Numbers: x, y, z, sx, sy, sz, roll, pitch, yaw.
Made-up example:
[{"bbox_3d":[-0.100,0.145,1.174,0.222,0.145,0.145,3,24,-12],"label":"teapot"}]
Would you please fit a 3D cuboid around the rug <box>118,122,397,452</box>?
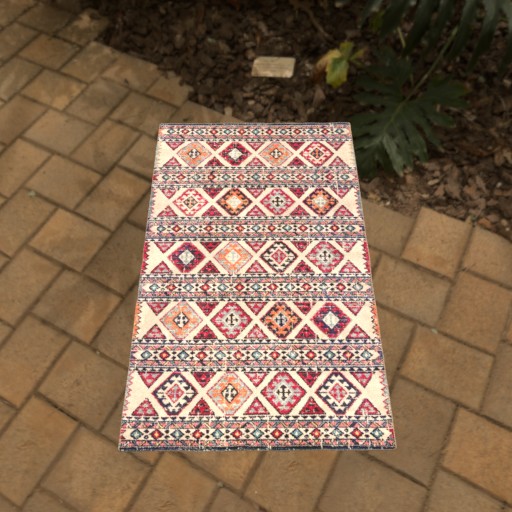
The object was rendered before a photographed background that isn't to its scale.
[{"bbox_3d":[0.000,0.000,3.012,1.545,0.010,2.440,0,62,0],"label":"rug"}]
